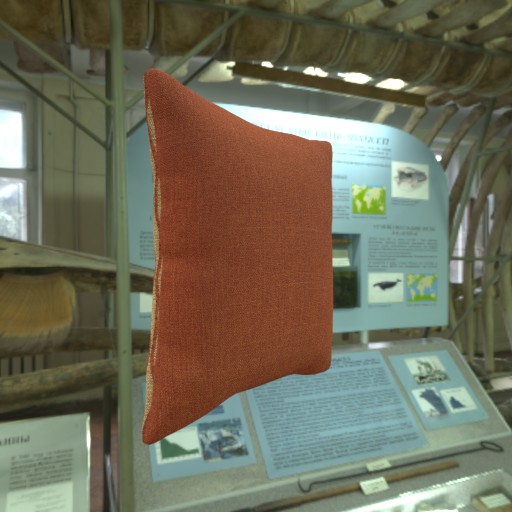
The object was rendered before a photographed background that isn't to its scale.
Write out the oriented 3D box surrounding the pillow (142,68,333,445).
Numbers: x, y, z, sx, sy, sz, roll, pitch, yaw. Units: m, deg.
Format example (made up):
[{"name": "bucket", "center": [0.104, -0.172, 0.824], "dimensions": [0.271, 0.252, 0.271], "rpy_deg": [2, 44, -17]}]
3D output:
[{"name": "pillow", "center": [0.000, 0.000, 0.677], "dimensions": [0.159, 0.434, 0.429], "rpy_deg": [0, 1, 37]}]
